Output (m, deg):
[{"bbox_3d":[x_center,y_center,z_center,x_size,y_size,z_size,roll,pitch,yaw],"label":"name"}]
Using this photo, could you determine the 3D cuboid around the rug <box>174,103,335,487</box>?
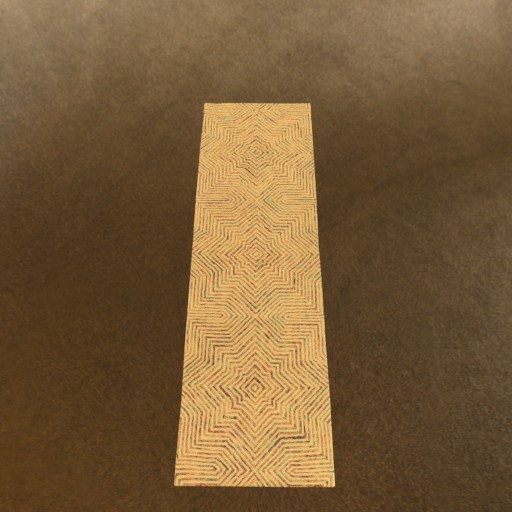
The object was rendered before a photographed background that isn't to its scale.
[{"bbox_3d":[0.000,0.000,2.645,0.771,0.009,2.443,0,64,0],"label":"rug"}]
